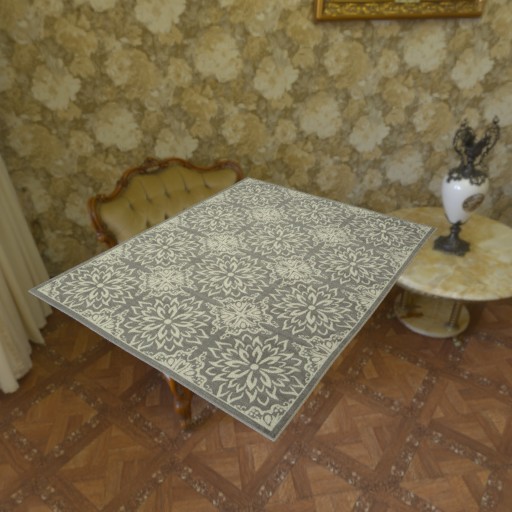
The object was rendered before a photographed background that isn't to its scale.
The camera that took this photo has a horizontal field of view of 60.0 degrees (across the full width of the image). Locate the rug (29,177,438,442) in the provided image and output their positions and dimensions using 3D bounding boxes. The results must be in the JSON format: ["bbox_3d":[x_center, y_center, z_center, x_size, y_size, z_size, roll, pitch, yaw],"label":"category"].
[{"bbox_3d":[0.000,0.000,3.999,2.363,0.012,2.980,21,37,29],"label":"rug"}]
